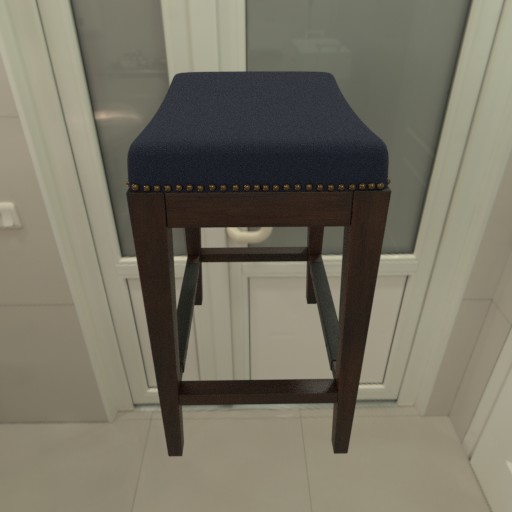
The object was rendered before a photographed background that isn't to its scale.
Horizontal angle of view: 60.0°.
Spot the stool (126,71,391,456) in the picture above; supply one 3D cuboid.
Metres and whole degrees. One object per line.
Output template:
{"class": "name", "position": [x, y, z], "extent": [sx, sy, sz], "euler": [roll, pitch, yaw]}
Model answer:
{"class": "stool", "position": [0.000, 0.000, 0.925], "extent": [0.361, 0.642, 0.500], "euler": [-1, 34, -1]}
